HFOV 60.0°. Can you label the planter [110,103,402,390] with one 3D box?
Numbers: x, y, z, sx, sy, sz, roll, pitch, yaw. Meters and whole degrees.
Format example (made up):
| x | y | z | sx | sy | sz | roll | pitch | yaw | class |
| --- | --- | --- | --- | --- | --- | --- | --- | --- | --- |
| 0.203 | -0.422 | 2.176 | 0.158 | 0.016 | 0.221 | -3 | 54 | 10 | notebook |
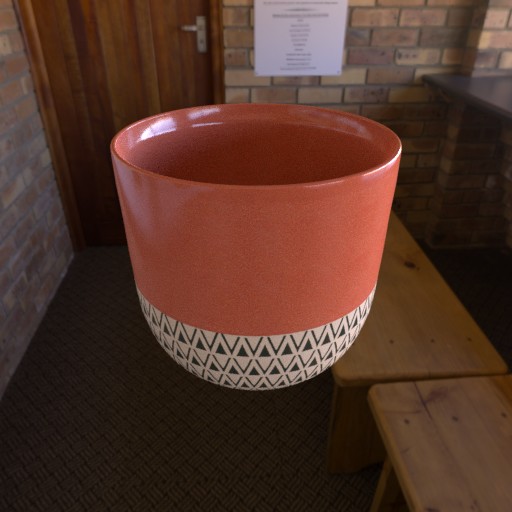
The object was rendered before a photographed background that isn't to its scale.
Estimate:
| x | y | z | sx | sy | sz | roll | pitch | yaw | class |
| --- | --- | --- | --- | --- | --- | --- | --- | --- | --- |
| 0.000 | 0.000 | 0.488 | 0.266 | 0.270 | 0.266 | 0 | 31 | 0 | planter |
